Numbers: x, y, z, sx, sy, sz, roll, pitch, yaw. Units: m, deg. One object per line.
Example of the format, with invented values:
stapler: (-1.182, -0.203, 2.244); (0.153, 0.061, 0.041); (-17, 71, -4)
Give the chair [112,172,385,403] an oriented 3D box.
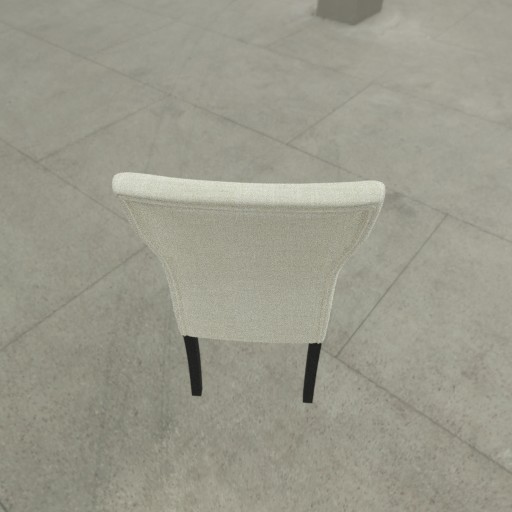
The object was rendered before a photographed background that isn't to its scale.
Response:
chair: (0.000, 0.000, 1.310); (0.509, 0.921, 0.597); (3, 47, 3)
